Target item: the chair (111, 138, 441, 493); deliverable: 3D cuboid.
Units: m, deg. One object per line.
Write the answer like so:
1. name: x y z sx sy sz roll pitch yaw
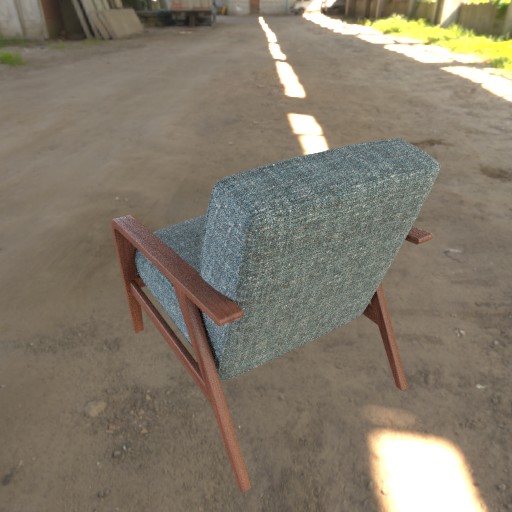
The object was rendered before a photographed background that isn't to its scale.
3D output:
1. chair: 0.000 0.000 1.485 0.719 0.864 0.889 -19 36 -28
